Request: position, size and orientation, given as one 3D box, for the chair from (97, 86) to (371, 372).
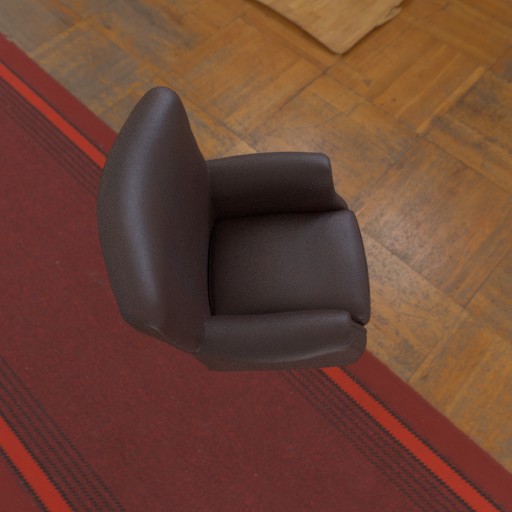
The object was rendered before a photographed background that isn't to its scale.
[{"bbox_3d":[0.000,0.000,1.393,0.746,0.800,0.700,-1,64,-1],"label":"chair"}]
